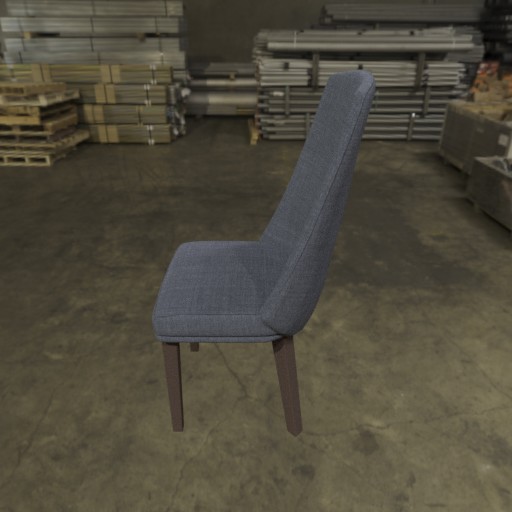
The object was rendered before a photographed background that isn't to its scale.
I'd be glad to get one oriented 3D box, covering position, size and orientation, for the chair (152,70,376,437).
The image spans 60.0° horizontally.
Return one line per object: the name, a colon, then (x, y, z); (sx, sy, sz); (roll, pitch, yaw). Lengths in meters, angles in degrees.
chair: (0.000, 0.000, 1.359); (0.577, 1.050, 0.510); (0, 27, 1)
